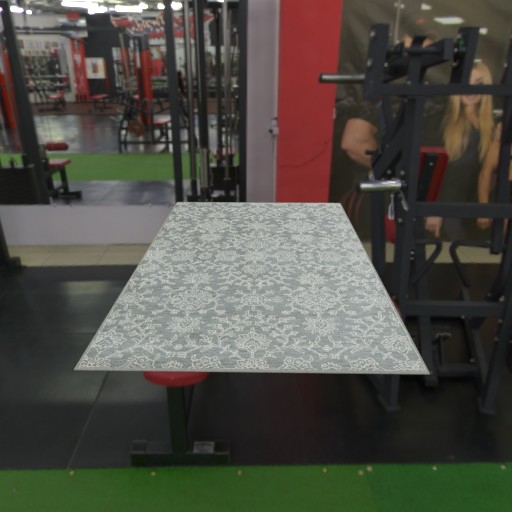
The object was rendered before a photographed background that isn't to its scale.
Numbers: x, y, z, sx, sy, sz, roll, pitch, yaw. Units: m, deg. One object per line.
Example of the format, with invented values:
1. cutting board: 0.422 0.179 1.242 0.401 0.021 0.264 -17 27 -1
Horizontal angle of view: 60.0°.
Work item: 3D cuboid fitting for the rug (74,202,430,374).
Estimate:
1. rug: 0.000 0.000 2.996 1.515 0.010 2.430 0 24 1
